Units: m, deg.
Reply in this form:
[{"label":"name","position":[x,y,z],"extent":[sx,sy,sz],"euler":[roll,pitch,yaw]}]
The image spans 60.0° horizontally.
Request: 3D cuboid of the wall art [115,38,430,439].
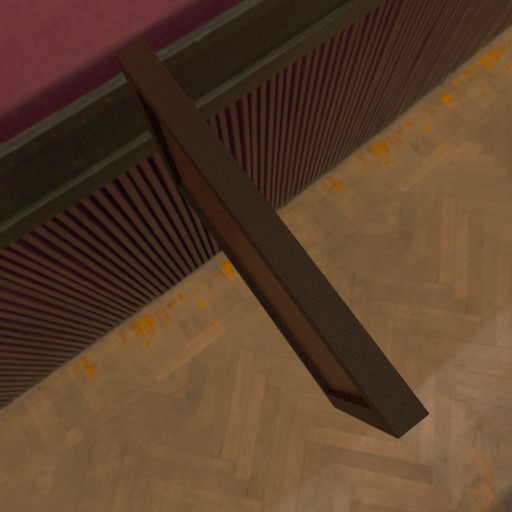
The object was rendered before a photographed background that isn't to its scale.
[{"label":"wall art","position":[0.000,0.000,0.831],"extent":[0.051,0.456,0.671],"euler":[-35,78,-8]}]
